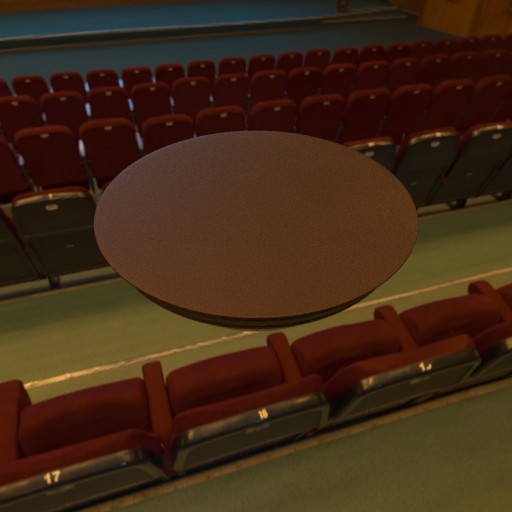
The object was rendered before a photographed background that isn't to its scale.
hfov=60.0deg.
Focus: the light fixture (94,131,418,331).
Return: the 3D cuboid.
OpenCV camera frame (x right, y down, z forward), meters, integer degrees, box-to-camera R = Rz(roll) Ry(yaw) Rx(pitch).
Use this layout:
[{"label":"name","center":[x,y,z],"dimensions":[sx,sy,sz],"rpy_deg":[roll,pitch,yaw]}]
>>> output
[{"label":"light fixture","center":[0.000,0.000,0.439],"dimensions":[0.280,0.135,0.280],"rpy_deg":[0,41,0]}]
